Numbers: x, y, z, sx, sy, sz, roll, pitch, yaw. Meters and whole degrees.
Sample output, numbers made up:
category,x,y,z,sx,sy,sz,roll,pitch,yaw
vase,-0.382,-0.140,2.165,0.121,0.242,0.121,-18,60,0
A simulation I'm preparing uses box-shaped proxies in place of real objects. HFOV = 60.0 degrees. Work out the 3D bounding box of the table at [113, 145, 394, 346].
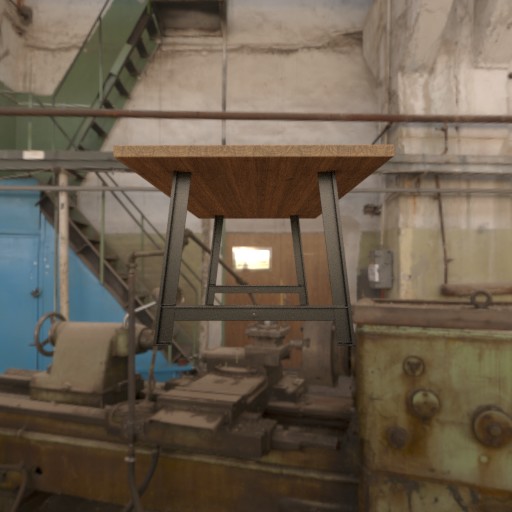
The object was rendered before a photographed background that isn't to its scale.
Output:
category,x,y,z,sx,sy,sz,roll,pitch,yaw
table,0.000,0.000,2.668,1.000,0.757,2.200,0,-1,0
